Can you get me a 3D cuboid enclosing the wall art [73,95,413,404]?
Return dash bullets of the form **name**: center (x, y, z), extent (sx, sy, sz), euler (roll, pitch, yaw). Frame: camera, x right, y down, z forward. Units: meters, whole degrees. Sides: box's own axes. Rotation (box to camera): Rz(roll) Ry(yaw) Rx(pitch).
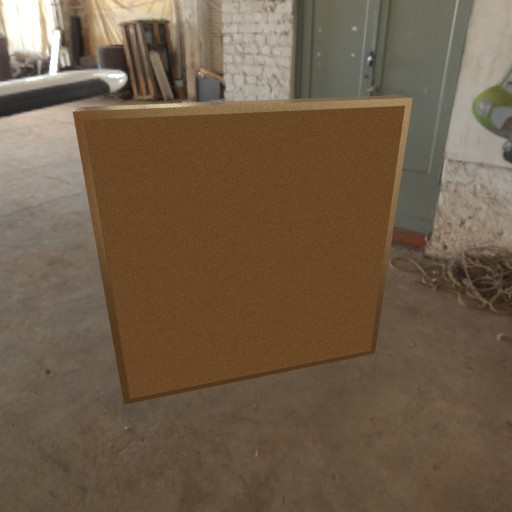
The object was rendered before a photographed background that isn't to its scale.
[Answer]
- **wall art**: center (0.000, 0.000, 0.770), extent (0.509, 0.509, 0.040), euler (-7, 27, -15)
